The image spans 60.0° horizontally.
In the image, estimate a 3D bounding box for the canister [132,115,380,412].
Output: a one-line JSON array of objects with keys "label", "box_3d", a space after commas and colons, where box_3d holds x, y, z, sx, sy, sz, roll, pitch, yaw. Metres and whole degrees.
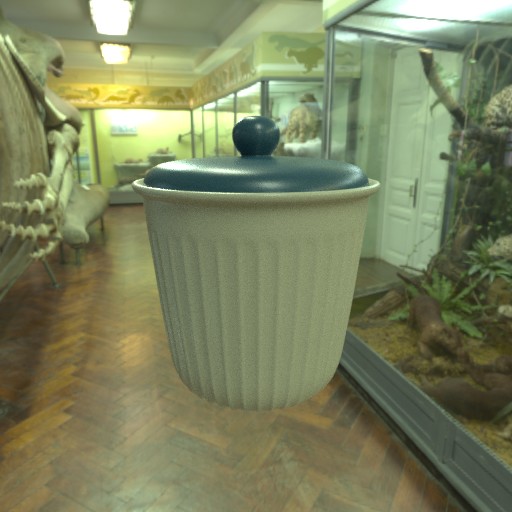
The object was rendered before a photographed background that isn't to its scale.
[{"label": "canister", "box_3d": [0.000, 0.000, 0.348, 0.181, 0.211, 0.181, 0, 15, 0]}]
